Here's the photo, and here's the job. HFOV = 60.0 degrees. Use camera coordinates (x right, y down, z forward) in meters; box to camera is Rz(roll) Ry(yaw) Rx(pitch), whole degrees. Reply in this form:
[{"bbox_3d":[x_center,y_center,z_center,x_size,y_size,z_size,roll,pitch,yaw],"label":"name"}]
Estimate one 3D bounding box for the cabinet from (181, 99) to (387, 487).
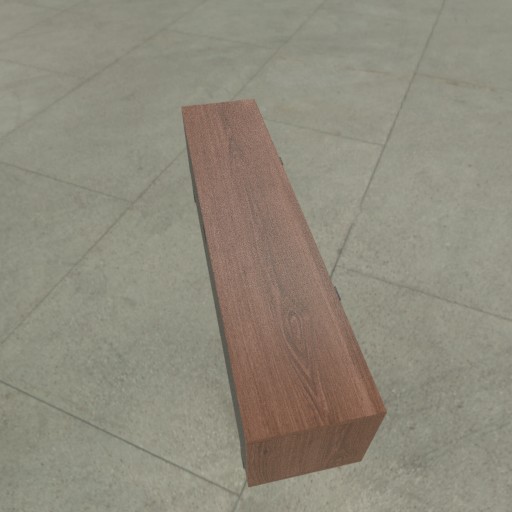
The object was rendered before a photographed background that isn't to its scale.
[{"bbox_3d":[0.000,0.000,1.843,0.400,0.500,1.650,-9,48,-8],"label":"cabinet"}]
